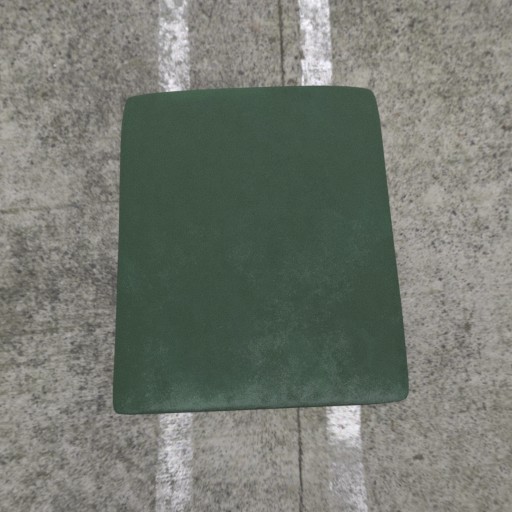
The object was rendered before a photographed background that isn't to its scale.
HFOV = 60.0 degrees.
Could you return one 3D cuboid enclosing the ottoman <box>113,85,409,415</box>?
[{"bbox_3d":[0.000,0.000,1.311,0.701,0.538,0.839,-2,76,-1],"label":"ottoman"}]
